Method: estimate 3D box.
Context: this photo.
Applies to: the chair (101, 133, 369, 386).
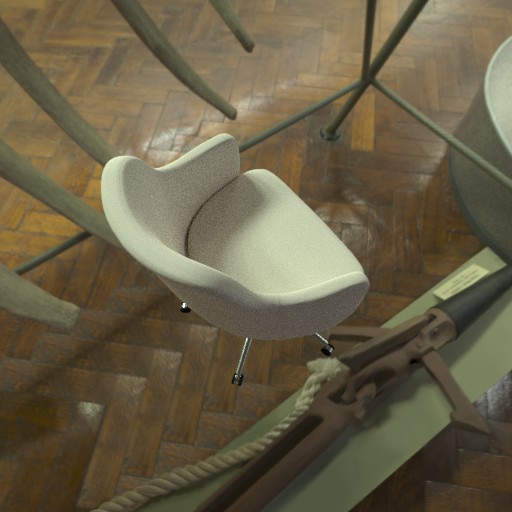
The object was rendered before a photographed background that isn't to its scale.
[{"bbox_3d":[0.000,0.000,1.272,0.647,0.819,0.602,-32,65,-17],"label":"chair"}]
